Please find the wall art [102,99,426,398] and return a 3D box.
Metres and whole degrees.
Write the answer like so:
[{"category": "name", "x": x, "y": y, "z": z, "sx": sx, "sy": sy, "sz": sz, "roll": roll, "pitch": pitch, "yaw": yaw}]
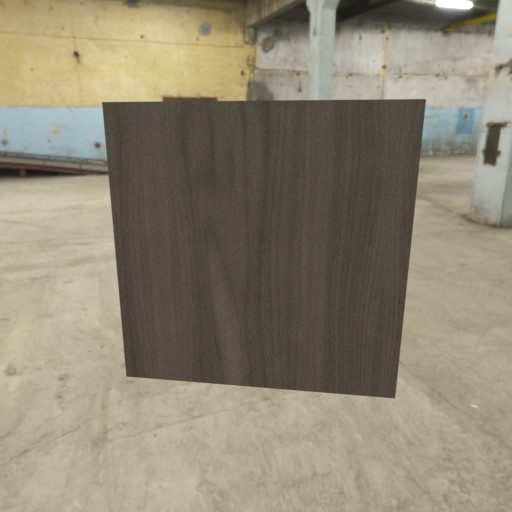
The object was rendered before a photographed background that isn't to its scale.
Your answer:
[{"category": "wall art", "x": 0.000, "y": 0.000, "z": 0.766, "sx": 0.508, "sy": 0.507, "sz": 0.016, "roll": 2, "pitch": 17, "yaw": 8}]
